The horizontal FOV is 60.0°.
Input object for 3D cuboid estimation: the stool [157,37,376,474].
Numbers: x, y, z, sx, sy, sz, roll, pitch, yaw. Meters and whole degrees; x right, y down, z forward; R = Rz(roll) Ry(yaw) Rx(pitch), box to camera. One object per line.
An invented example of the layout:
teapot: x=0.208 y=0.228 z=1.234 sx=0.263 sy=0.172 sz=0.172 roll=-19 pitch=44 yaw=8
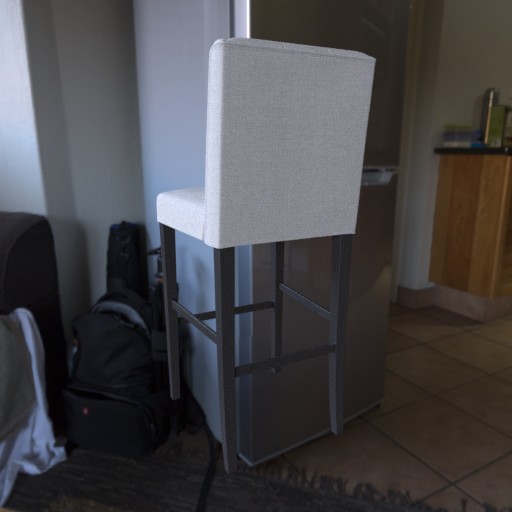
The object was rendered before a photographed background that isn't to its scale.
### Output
stool: x=0.000 y=0.000 z=1.370 sx=0.474 sy=1.116 sz=0.509 roll=-7 pitch=16 yaw=-27
